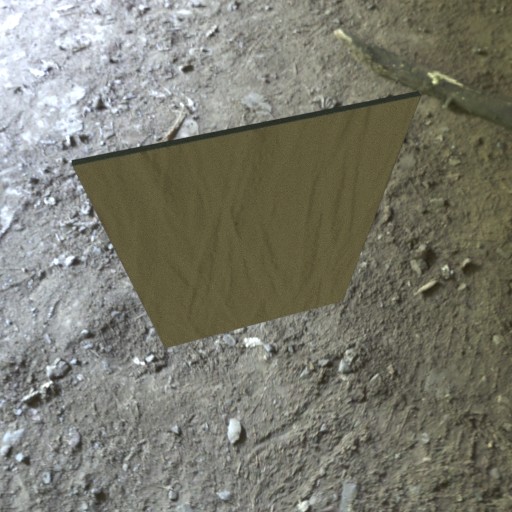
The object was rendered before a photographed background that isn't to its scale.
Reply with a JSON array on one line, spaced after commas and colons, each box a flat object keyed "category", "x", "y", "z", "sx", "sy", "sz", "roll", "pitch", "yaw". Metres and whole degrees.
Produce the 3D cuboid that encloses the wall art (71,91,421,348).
[{"category": "wall art", "x": 0.000, "y": 0.000, "z": 1.470, "sx": 0.810, "sy": 1.116, "sz": 0.016, "roll": -14, "pitch": 59, "yaw": -8}]
